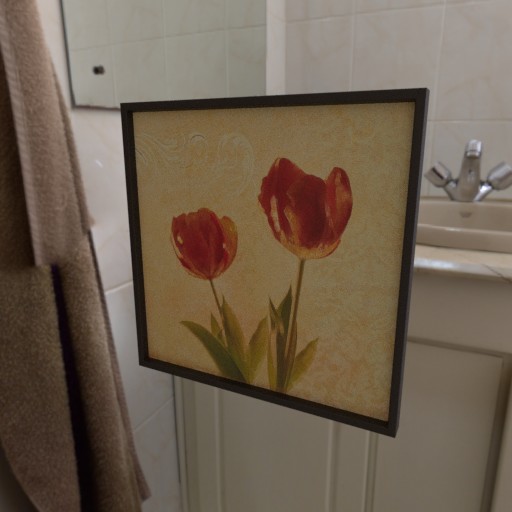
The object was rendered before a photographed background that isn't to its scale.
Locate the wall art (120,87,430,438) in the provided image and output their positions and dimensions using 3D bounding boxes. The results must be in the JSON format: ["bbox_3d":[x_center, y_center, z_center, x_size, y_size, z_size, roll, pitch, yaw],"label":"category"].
[{"bbox_3d":[0.000,0.000,0.518,0.349,0.349,0.038,7,16,26],"label":"wall art"}]
